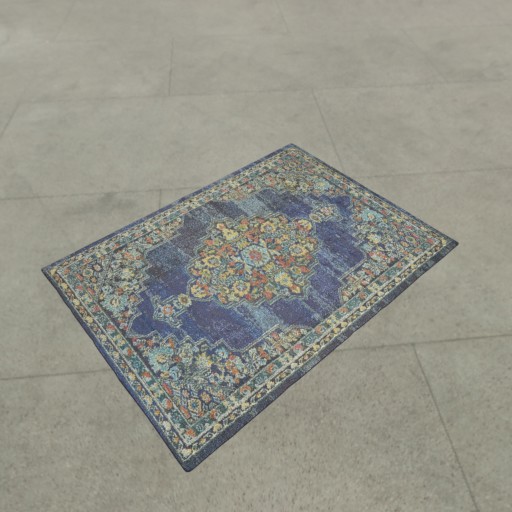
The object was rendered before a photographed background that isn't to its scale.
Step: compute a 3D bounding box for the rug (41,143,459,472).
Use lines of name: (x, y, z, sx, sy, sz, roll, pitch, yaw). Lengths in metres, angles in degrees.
rug: (0.000, 0.000, 2.903, 2.232, 0.009, 1.630, -32, 54, -27)
